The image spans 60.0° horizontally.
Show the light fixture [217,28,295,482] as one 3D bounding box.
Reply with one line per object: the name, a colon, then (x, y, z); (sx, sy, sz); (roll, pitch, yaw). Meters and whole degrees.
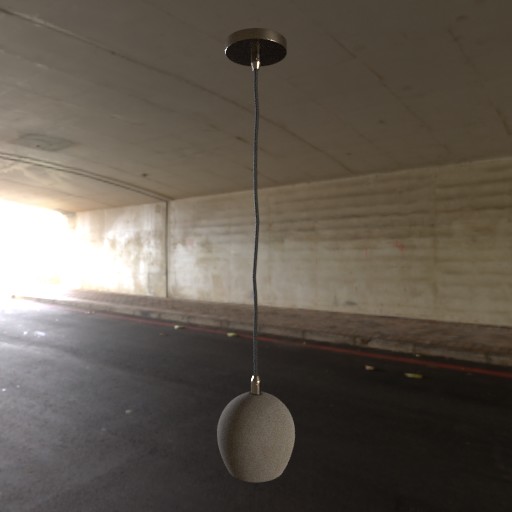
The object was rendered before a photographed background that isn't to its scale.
light fixture: (0.000, 0.000, 0.797); (0.139, 0.764, 0.139); (0, 0, -19)
